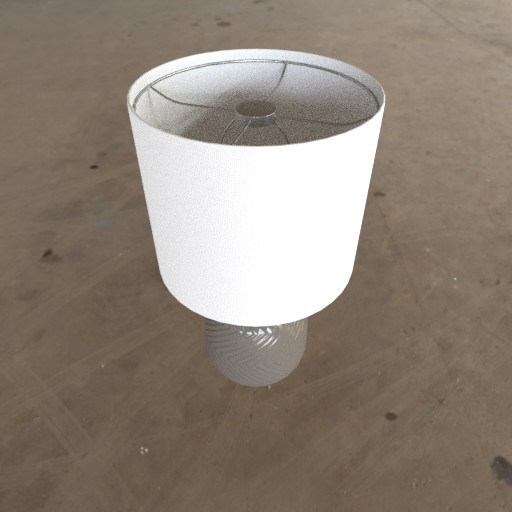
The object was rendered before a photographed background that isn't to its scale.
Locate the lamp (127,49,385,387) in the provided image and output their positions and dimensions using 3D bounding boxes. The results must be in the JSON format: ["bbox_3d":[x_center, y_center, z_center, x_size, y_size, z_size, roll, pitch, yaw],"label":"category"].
[{"bbox_3d":[0.000,0.000,0.482,0.207,0.366,0.207,12,43,13],"label":"lamp"}]
